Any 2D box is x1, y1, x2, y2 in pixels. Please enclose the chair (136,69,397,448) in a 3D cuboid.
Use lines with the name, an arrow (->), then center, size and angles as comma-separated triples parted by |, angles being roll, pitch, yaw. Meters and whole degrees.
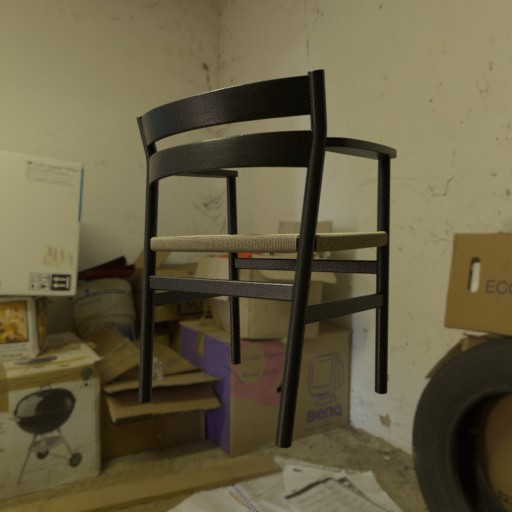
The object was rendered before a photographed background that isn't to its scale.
chair -> 0.000, 0.000, 1.194 | 0.630, 0.775, 0.508 | 1, 2, 36
